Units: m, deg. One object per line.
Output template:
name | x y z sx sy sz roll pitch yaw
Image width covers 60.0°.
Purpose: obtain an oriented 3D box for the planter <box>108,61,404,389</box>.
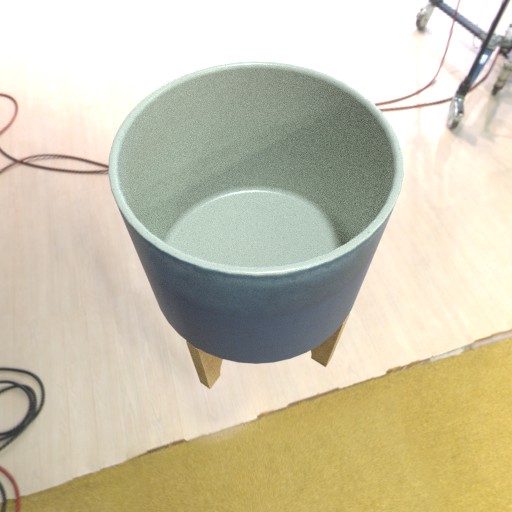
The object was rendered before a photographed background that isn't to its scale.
planter | 0.000 0.000 0.402 0.192 0.263 0.192 0 57 0
